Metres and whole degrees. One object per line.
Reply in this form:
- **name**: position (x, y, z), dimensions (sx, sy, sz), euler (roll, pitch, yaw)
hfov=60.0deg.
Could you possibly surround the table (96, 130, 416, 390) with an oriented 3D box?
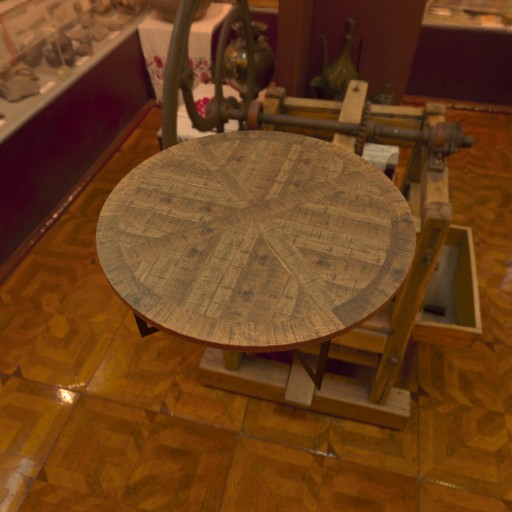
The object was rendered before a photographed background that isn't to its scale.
- **table**: position (0.000, 0.000, 1.985), dimensions (1.264, 0.516, 1.264), euler (0, 46, 0)
